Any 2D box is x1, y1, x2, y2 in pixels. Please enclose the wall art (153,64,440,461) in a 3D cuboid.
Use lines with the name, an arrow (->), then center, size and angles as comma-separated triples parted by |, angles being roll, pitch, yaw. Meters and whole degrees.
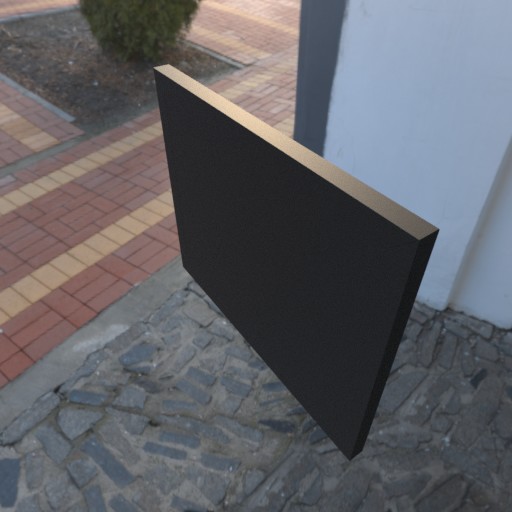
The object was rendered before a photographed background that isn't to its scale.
wall art -> 0.000, 0.000, 0.732 | 0.029, 0.457, 0.558 | -25, 47, -26
